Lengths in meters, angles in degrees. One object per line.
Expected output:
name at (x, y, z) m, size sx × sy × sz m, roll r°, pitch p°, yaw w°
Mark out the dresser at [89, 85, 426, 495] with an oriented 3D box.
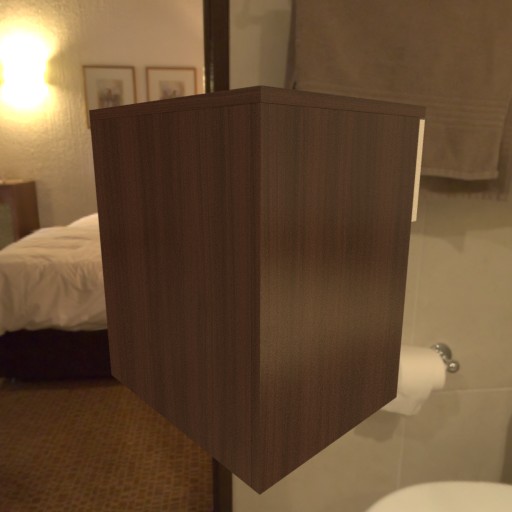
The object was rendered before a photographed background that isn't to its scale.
dresser at (0.000, 0.000, 0.744) m, size 0.360 × 0.470 × 0.400 m, roll -12°, pitch 18°, yaw -41°
